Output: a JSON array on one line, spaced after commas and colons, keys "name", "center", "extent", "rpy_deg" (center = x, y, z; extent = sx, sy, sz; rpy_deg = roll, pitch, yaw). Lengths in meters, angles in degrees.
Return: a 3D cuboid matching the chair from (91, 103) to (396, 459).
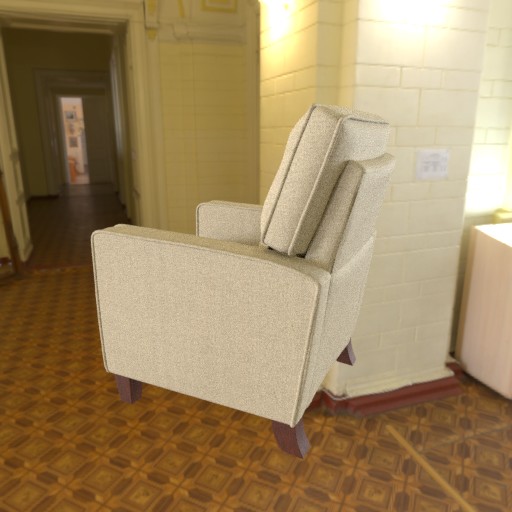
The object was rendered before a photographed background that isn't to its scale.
[{"name": "chair", "center": [0.000, 0.000, 1.405], "extent": [0.754, 0.888, 0.648], "rpy_deg": [7, 17, 24]}]
